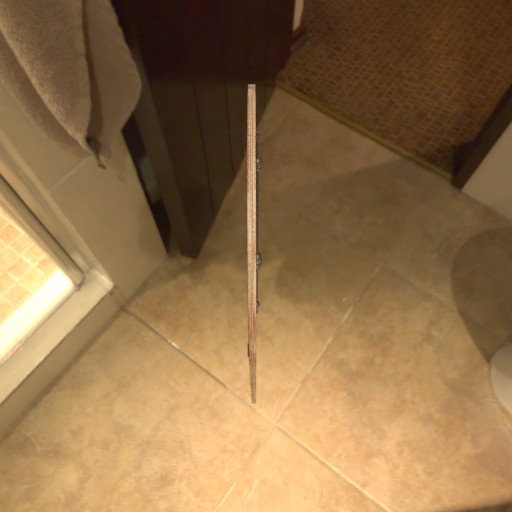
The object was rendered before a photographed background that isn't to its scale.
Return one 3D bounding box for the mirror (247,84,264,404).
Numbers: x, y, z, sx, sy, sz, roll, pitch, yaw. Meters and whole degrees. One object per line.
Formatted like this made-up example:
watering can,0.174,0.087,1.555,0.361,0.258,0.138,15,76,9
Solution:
mirror,0.000,0.000,1.144,0.032,0.915,0.609,0,64,0
